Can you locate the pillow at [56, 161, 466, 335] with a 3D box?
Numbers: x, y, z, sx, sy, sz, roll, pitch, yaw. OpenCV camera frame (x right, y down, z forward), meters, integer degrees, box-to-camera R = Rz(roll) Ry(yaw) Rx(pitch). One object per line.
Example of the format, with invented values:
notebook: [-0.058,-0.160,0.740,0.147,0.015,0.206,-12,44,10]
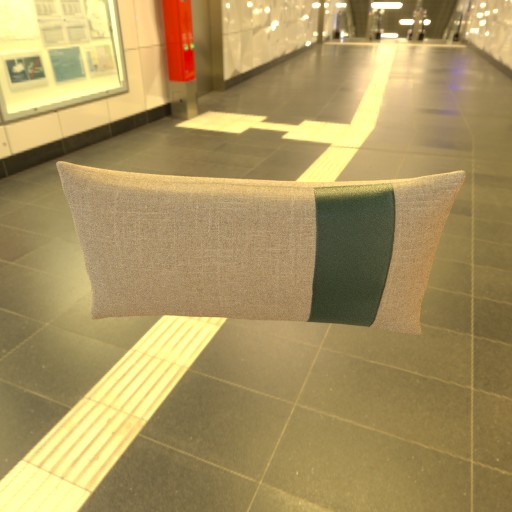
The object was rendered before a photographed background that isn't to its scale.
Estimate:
pillow: [0.000,0.000,1.028,0.859,0.429,0.197,2,30,3]
